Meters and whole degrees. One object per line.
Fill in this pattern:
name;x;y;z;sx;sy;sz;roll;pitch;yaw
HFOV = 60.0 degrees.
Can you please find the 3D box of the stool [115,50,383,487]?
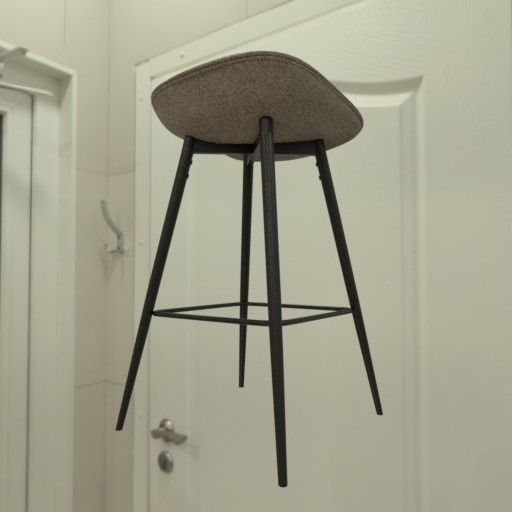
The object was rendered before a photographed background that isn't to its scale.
stool;0.000;0.000;1.101;0.469;0.814;0.480;-1;-2;36
